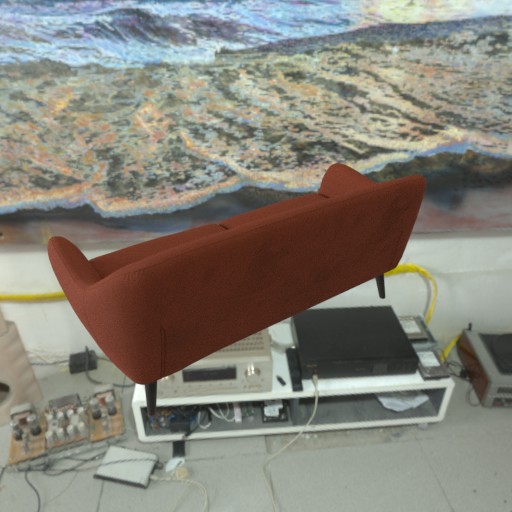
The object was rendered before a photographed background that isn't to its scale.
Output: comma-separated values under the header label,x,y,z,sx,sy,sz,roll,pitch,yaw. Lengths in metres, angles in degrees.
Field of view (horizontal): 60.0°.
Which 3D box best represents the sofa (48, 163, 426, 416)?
label,x,y,z,sx,sy,sz,roll,pitch,yaw
sofa,0.000,0.000,2.298,1.840,0.836,0.820,-20,36,-30
